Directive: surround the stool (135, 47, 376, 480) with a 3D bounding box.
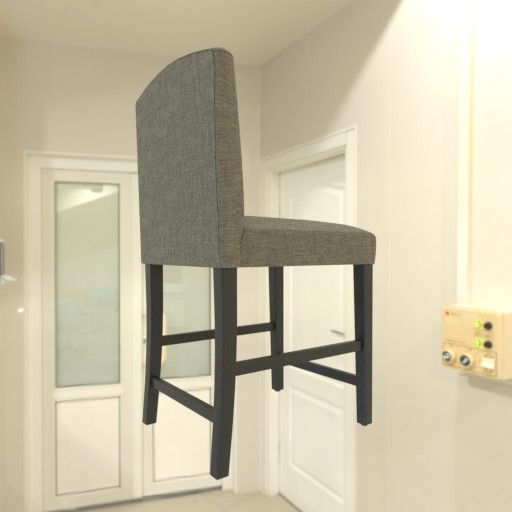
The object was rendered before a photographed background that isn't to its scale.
[{"bbox_3d":[0.000,0.000,1.274,0.552,0.966,0.451,0,1,-37],"label":"stool"}]
